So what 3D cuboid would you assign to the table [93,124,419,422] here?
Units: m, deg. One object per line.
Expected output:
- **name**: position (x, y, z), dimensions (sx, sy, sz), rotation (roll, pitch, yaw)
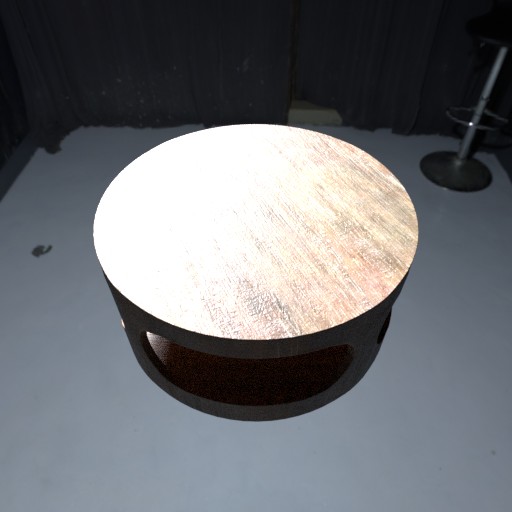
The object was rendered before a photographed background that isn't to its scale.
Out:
- **table**: position (0.000, 0.000, 1.531), dimensions (0.974, 0.450, 0.974), rotation (0, 46, 0)
